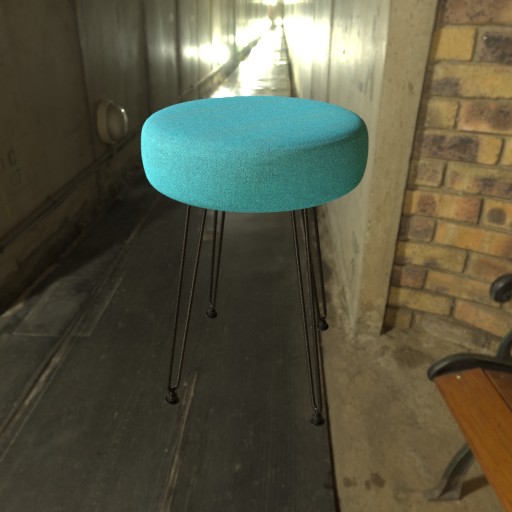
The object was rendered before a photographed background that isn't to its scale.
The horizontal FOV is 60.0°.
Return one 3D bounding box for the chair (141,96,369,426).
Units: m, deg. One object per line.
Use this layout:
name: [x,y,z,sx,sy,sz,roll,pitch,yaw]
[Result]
chair: [0.000,0.000,0.690,0.350,0.440,0.350,-19,35,-30]
